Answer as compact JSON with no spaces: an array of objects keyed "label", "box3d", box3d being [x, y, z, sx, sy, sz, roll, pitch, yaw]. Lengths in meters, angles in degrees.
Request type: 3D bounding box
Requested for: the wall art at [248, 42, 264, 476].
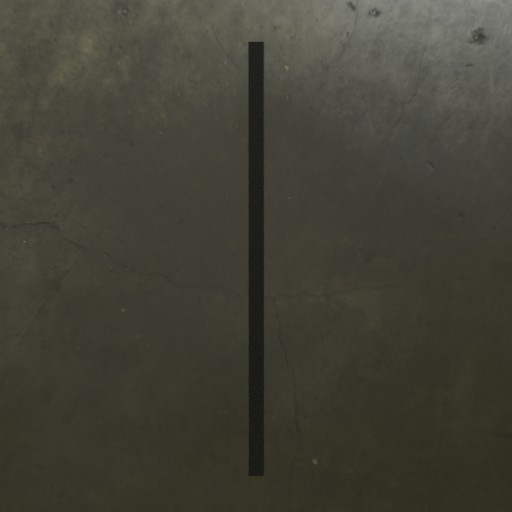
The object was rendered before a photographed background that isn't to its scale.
[{"label":"wall art","box3d":[0.000,0.000,1.202,0.028,0.863,0.755,0,91,0]}]
